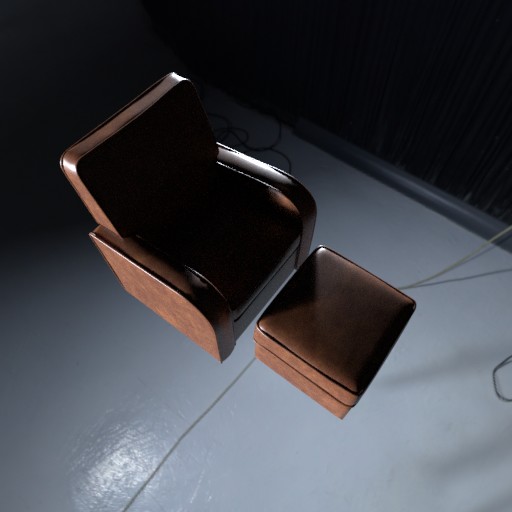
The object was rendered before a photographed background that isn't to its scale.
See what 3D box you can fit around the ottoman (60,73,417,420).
[{"bbox_3d":[0.000,0.000,1.866,1.314,0.904,0.732,33,64,18],"label":"ottoman"}]
